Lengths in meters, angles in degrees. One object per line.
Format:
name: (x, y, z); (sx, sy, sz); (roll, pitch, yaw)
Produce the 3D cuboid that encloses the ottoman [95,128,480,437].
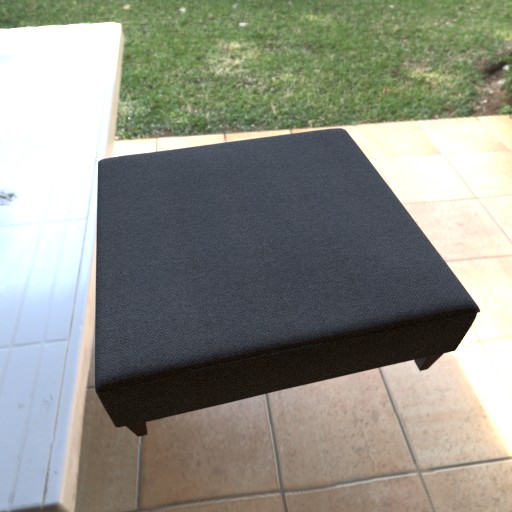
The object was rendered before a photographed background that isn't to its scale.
ottoman: (0.000, 0.000, 1.496); (0.981, 0.378, 0.970); (-10, 46, -10)
